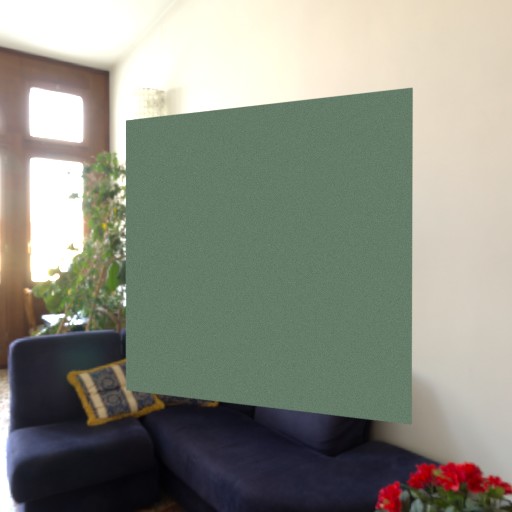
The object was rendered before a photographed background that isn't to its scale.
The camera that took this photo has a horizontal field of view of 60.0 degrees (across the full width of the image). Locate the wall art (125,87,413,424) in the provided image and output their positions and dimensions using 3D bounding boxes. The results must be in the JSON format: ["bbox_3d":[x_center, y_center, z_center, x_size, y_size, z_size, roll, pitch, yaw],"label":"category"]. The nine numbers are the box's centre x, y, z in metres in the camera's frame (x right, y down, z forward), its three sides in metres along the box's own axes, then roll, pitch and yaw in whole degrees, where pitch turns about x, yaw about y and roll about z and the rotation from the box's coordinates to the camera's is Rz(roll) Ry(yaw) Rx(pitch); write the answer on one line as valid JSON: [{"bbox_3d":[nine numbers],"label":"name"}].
[{"bbox_3d":[0.000,0.000,0.907,0.603,0.603,0.036,0,1,19],"label":"wall art"}]
